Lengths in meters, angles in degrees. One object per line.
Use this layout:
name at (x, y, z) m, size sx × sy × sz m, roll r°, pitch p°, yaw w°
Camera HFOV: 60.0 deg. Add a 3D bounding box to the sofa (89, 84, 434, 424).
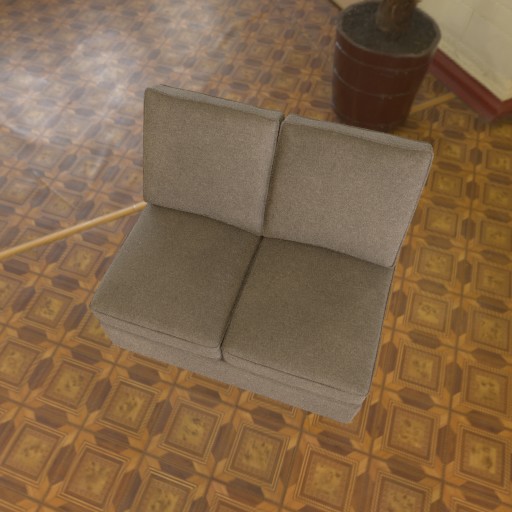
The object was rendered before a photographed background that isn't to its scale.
sofa at (0.000, 0.000, 1.993) m, size 1.237 × 1.008 × 0.951 m, roll 16°, pitch 59°, yaw 10°
